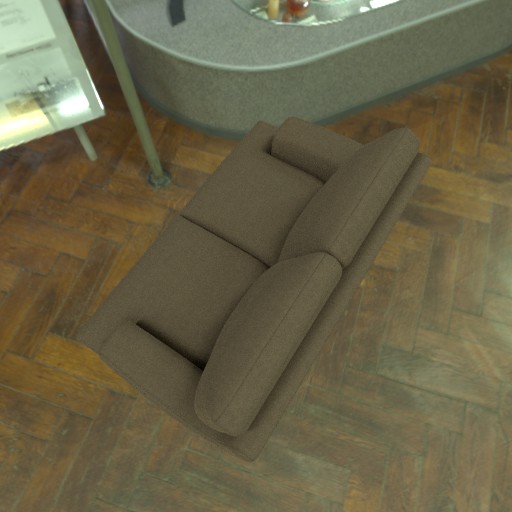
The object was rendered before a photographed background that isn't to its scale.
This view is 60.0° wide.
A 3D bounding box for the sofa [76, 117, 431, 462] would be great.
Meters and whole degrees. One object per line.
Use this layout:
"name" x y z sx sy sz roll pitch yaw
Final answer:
"sofa" 0.000 0.000 2.474 1.140 0.950 1.869 30 67 14
